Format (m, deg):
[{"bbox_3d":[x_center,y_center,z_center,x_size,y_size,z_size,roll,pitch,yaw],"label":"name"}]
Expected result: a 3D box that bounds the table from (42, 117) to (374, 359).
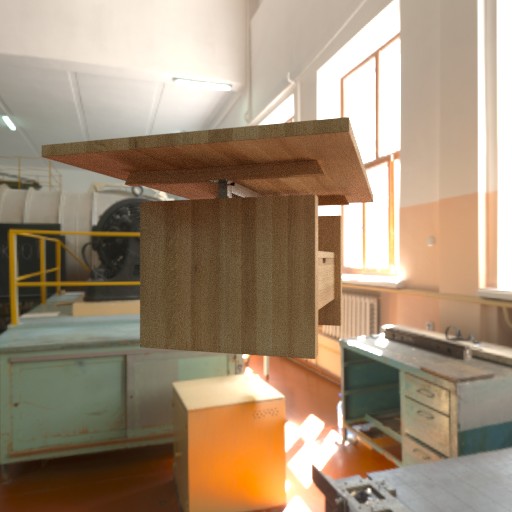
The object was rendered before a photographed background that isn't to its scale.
[{"bbox_3d":[0.000,0.000,1.446,0.700,0.510,1.100,0,0,17],"label":"table"}]
